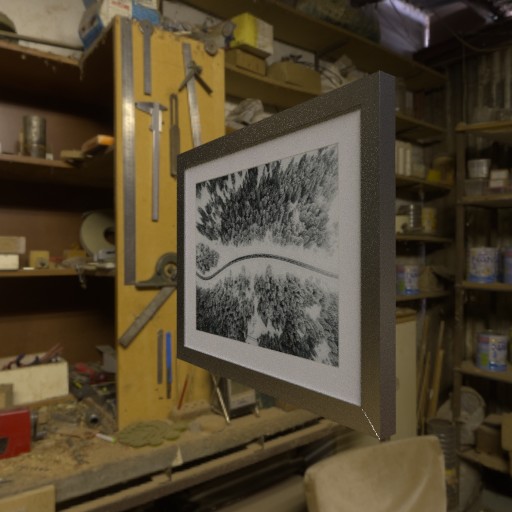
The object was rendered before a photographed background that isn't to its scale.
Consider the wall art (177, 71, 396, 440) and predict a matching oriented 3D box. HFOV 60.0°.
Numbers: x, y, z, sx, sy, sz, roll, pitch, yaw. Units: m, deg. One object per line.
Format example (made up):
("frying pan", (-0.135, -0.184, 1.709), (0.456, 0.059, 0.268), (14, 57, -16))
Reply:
("wall art", (0.000, 0.000, 0.780), (0.032, 0.456, 0.557), (0, 0, -36))
